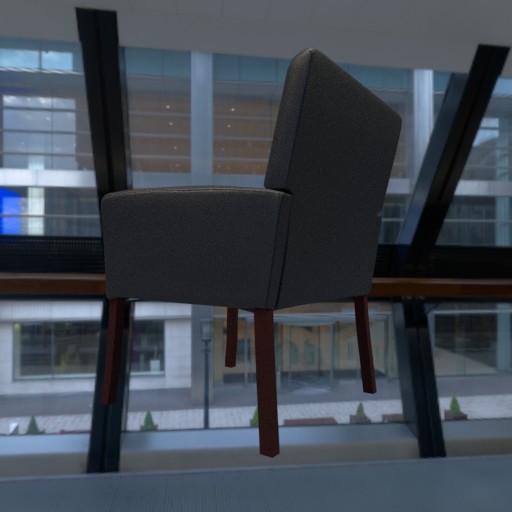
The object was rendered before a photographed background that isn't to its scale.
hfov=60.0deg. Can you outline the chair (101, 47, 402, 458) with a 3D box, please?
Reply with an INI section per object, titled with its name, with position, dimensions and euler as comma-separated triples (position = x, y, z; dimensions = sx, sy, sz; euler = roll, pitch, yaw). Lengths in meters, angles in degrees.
[chair]
position = 0.000, 0.000, 1.466
dimensions = 0.772, 0.951, 0.683
euler = 0, -1, 36
